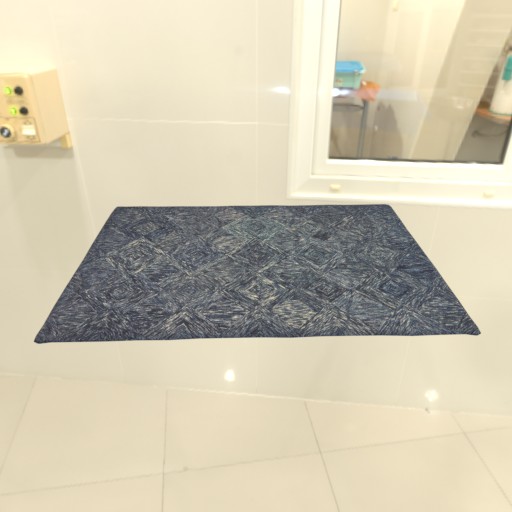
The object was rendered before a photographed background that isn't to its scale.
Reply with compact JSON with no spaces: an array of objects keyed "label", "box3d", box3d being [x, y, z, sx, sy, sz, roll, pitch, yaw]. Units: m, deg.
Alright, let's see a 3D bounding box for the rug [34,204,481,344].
[{"label":"rug","box3d":[0.000,0.000,4.203,3.245,0.024,2.385,-1,30,-1]}]
